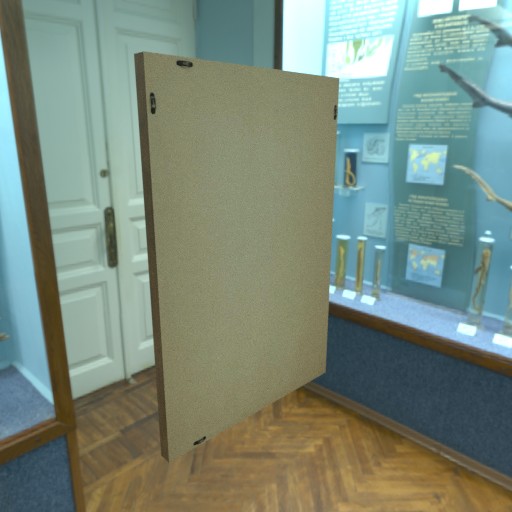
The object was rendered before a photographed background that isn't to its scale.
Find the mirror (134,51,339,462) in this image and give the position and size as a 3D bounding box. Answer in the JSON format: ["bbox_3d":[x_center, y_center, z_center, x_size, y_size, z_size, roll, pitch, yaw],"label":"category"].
[{"bbox_3d":[0.000,0.000,1.161,0.609,0.915,0.040,-14,21,-42],"label":"mirror"}]
